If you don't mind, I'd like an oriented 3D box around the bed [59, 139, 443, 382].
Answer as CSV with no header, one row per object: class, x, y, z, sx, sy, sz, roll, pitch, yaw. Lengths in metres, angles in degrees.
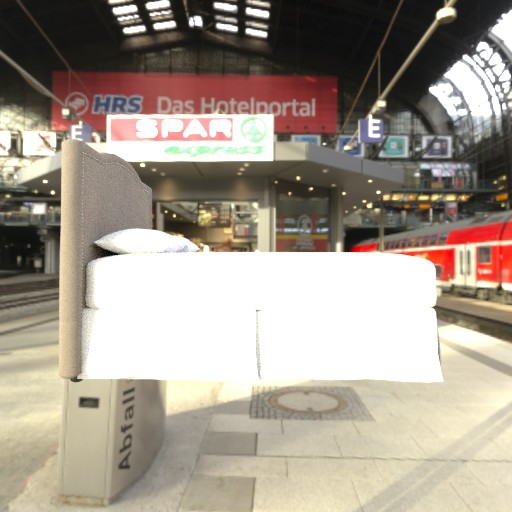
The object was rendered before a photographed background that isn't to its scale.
bed,0.000,0.000,3.252,2.128,1.441,1.744,0,-1,0
